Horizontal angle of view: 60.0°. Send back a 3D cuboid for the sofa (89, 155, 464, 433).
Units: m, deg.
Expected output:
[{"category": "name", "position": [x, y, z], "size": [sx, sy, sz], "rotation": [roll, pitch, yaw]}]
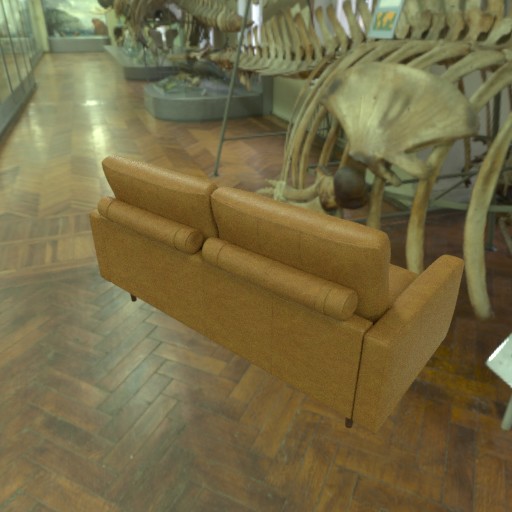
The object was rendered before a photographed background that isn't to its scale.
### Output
[{"category": "sofa", "position": [0.000, 0.000, 2.277], "size": [1.821, 0.898, 0.850], "rotation": [21, 35, 34]}]
